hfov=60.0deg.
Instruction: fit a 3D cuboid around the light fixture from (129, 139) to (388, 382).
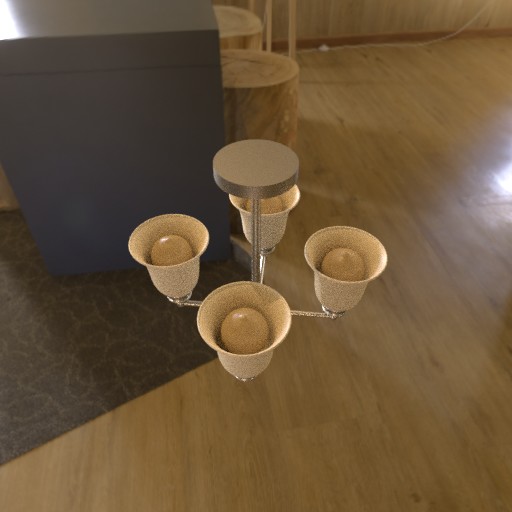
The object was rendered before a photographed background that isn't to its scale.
[{"bbox_3d":[0.000,0.000,0.749,0.427,0.370,0.427,4,45,5],"label":"light fixture"}]
